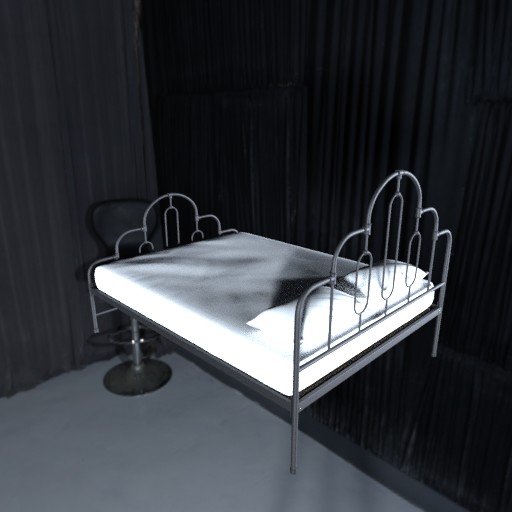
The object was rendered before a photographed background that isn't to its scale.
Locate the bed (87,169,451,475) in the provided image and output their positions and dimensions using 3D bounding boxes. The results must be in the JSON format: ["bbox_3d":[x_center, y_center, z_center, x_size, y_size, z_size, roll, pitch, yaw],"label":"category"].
[{"bbox_3d":[0.000,0.000,3.251,1.640,1.429,2.163,-17,24,-42],"label":"bed"}]
